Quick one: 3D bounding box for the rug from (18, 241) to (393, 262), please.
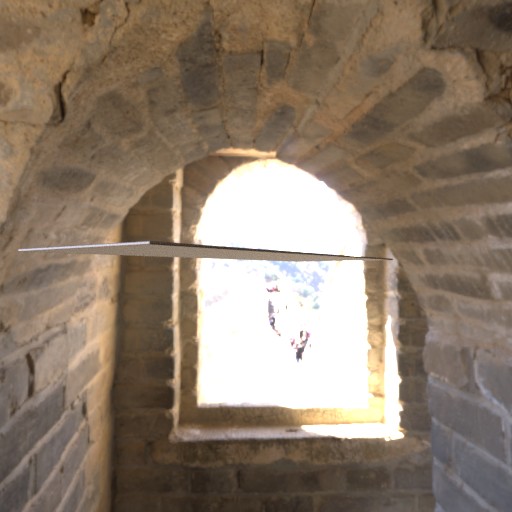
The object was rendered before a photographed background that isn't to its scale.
[{"bbox_3d":[0.000,0.000,2.671,0.864,0.012,2.388,-1,-3,36],"label":"rug"}]
